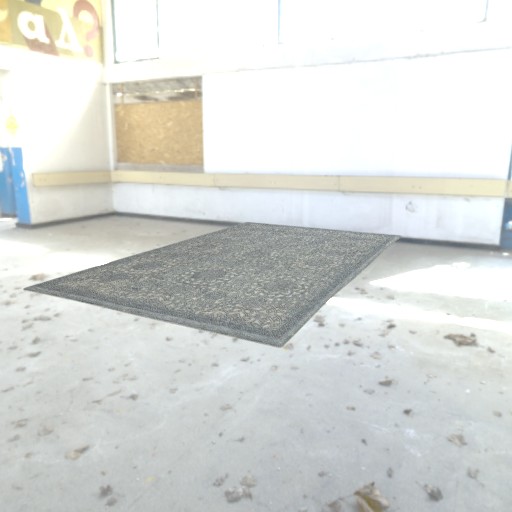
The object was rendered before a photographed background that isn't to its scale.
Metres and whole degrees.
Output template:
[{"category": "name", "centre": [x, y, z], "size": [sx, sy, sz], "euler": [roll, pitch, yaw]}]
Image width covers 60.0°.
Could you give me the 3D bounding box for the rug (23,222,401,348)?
[{"category": "rug", "centre": [0.000, 0.000, 3.109], "size": [1.535, 0.022, 2.498], "euler": [7, 15, 27]}]
